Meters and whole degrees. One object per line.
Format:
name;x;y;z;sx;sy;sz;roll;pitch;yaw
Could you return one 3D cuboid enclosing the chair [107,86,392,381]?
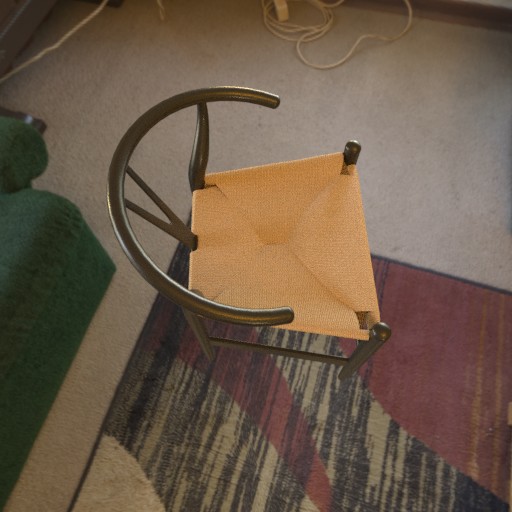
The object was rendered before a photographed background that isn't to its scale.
chair;0.000;0.000;1.175;0.570;0.739;0.570;-1;64;-1
